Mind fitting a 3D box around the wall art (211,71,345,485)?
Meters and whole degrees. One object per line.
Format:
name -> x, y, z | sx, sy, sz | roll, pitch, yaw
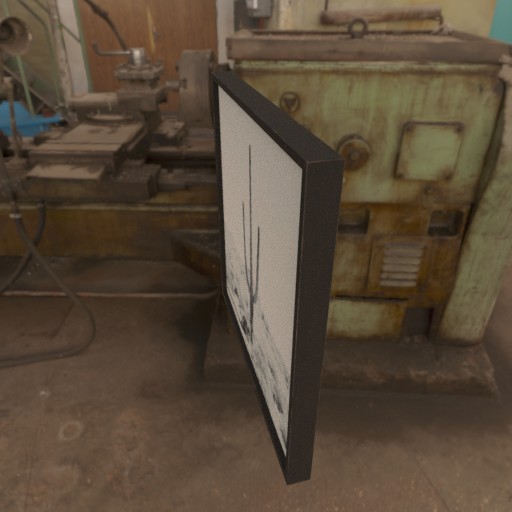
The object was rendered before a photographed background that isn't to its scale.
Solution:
wall art -> 0.000, 0.000, 0.751 | 0.038, 0.508, 0.508 | -8, 32, -13
